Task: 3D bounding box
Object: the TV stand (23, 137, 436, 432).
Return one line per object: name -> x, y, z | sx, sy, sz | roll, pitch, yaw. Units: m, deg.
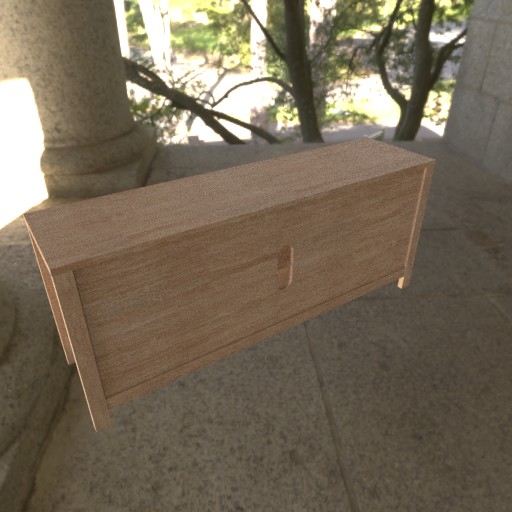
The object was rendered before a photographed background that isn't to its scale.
TV stand -> 0.000, 0.000, 1.723 | 1.466, 0.610, 0.398 | -19, 36, -28
